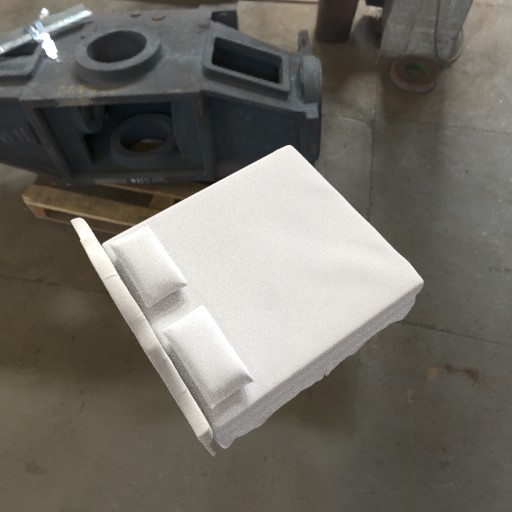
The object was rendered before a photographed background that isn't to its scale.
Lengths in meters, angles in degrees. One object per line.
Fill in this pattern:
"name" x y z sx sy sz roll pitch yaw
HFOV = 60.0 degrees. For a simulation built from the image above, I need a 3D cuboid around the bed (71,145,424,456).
"bed" 0.000 0.000 3.635 2.214 1.615 2.008 -31 65 -16
